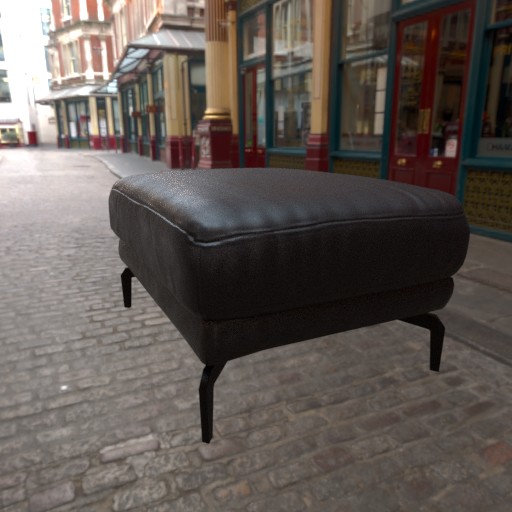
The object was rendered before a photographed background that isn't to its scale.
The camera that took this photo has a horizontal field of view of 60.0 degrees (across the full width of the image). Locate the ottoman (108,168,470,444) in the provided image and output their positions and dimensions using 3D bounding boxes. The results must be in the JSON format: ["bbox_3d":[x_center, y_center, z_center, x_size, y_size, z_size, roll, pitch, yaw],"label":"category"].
[{"bbox_3d":[0.000,0.000,1.057,0.570,0.402,0.764,-7,16,-26],"label":"ottoman"}]
